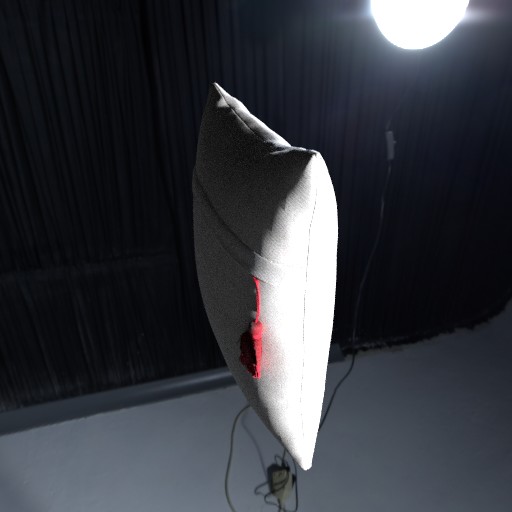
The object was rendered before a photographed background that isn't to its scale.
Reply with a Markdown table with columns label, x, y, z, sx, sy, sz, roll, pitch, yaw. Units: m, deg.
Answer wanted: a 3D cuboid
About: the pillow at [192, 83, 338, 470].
| label | x | y | z | sx | sy | sz | roll | pitch | yaw |
| --- | --- | --- | --- | --- | --- | --- | --- | --- | --- |
| pillow | 0.000 | 0.000 | 0.670 | 0.173 | 0.436 | 0.433 | -8 | 31 | -15 |
